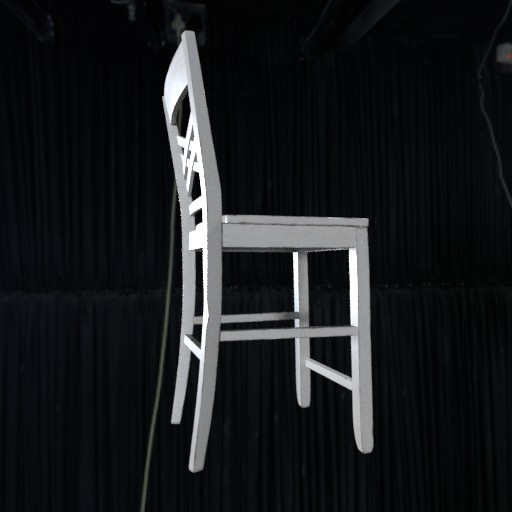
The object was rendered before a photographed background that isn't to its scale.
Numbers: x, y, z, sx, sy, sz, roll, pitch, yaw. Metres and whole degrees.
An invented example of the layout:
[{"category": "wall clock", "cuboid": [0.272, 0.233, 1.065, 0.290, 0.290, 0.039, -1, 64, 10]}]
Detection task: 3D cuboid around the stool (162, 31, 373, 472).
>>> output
[{"category": "stool", "cuboid": [0.000, 0.000, 1.351, 0.539, 1.079, 0.462, 0, -1, -18]}]
